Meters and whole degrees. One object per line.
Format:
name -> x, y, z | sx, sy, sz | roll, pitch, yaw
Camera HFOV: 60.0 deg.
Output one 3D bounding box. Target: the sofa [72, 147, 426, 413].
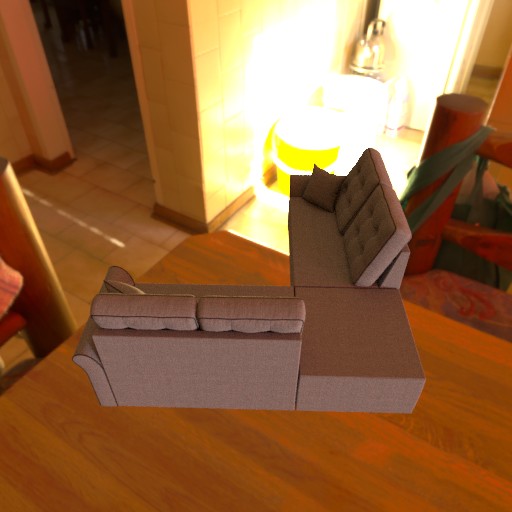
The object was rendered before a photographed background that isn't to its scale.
sofa -> 0.000, 0.000, 3.368 | 2.070, 0.988, 2.068 | 1, 41, 1
